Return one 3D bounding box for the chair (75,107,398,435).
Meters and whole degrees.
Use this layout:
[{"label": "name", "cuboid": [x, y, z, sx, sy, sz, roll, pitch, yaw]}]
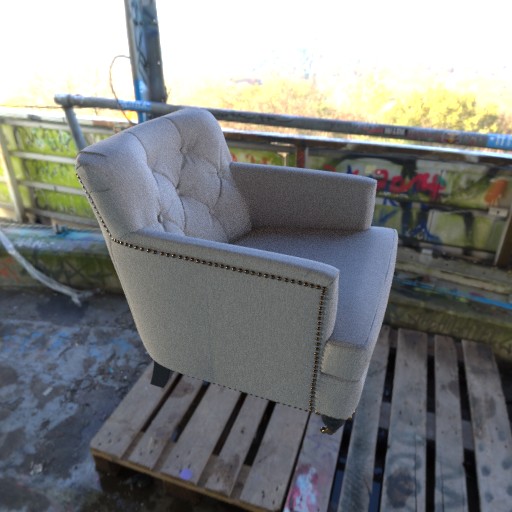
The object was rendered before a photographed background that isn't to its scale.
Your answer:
[{"label": "chair", "cuboid": [0.000, 0.000, 1.516, 0.902, 0.823, 0.737, 11, 32, 18]}]
